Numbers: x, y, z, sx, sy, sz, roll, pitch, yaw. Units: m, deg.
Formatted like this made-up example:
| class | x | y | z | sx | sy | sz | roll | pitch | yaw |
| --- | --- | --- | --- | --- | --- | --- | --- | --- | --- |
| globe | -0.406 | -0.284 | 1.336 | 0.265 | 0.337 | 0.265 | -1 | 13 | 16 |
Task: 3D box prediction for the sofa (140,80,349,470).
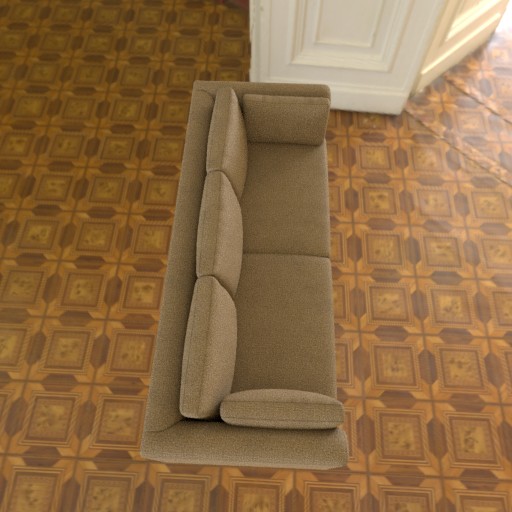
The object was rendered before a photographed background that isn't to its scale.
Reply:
| class | x | y | z | sx | sy | sz | roll | pitch | yaw |
| --- | --- | --- | --- | --- | --- | --- | --- | --- | --- |
| sofa | 0.000 | 0.000 | 2.833 | 0.969 | 0.867 | 2.415 | 2 | 63 | 1 |
